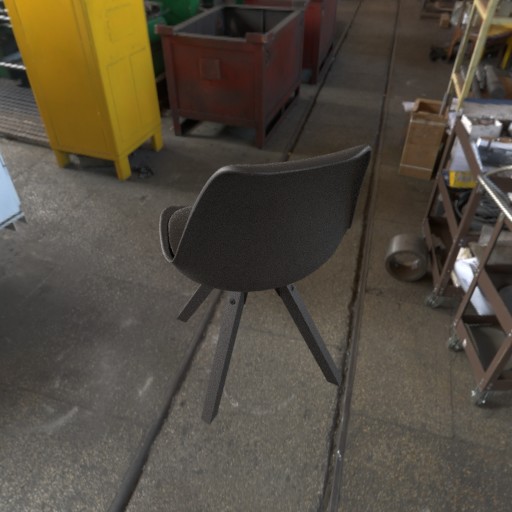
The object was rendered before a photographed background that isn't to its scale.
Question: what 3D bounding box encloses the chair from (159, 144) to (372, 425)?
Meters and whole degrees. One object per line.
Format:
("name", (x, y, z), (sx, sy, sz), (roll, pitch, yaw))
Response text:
("chair", (0.000, 0.000, 1.201), (0.485, 0.850, 0.550), (-12, 42, -14))
